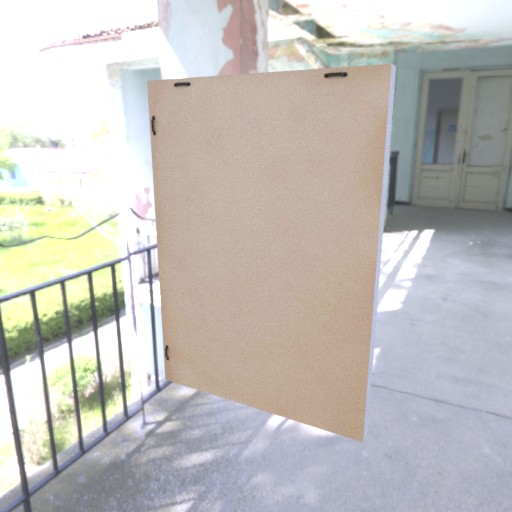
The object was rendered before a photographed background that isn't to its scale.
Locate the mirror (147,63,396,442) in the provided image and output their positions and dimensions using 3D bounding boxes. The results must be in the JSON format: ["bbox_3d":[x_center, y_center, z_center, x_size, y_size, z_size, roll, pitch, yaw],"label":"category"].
[{"bbox_3d":[0.000,0.000,0.929,0.507,0.710,0.039,8,17,27],"label":"mirror"}]
